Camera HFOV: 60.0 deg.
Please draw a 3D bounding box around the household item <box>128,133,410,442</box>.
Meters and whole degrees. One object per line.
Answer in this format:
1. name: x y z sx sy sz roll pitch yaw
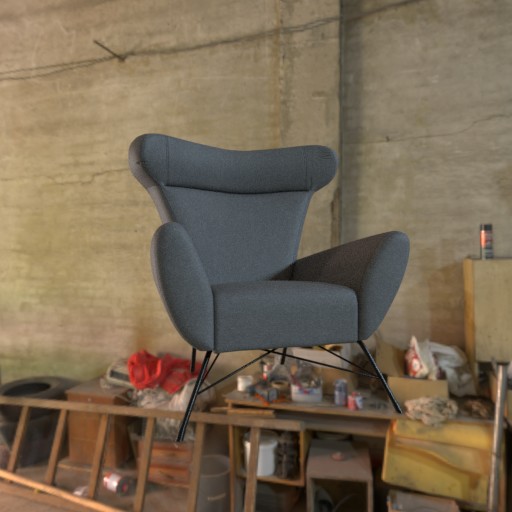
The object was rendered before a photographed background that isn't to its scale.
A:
1. household item: 0.000 0.000 1.799 0.980 1.050 0.900 0 1 -17
